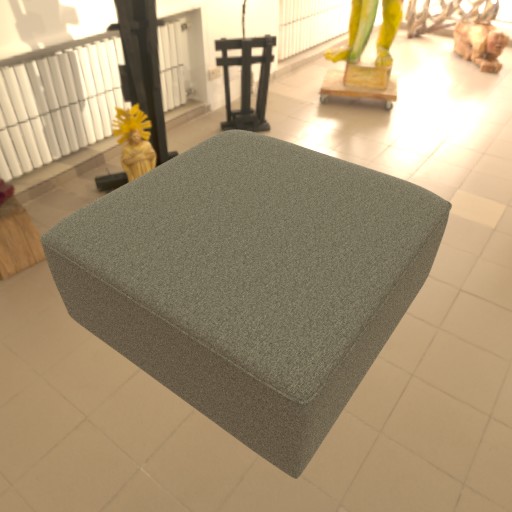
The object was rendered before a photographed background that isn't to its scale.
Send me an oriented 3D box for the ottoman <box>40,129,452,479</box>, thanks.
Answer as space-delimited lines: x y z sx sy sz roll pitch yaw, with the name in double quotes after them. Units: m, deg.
0.000 0.000 1.586 1.015 0.464 1.005 26 47 27 "ottoman"
